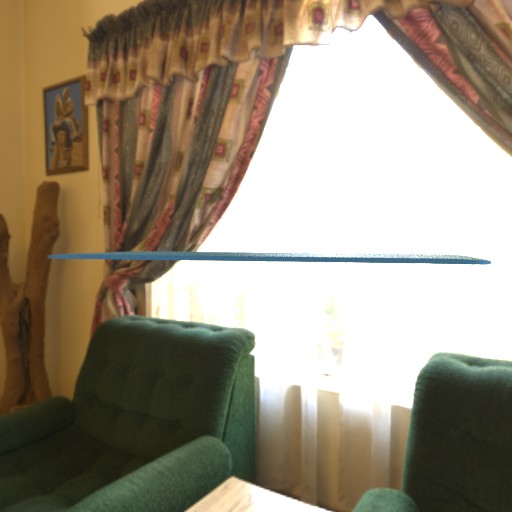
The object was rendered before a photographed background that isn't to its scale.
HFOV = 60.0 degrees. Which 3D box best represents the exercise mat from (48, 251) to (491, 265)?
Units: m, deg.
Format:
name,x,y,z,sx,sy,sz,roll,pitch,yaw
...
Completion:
name,x,y,z,sx,sy,sz,roll,pitch,yaw
exercise mat,0.000,0.000,2.058,1.869,0.021,0.616,1,2,17
